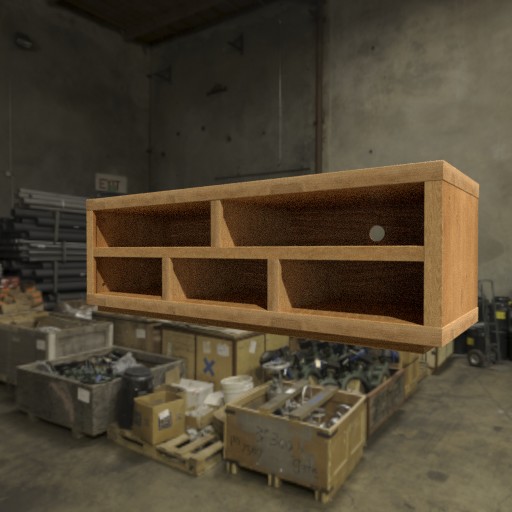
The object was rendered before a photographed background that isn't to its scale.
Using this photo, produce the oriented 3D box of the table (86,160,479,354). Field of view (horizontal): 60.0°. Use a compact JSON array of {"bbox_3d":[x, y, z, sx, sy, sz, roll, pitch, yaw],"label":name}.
[{"bbox_3d":[0.000,0.000,1.736,1.499,0.491,0.499,1,1,36],"label":"table"}]
